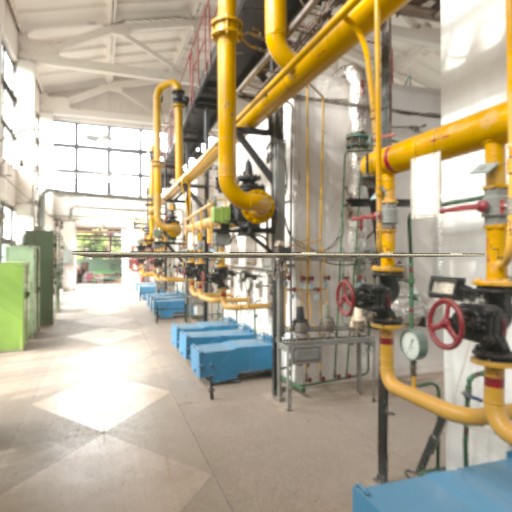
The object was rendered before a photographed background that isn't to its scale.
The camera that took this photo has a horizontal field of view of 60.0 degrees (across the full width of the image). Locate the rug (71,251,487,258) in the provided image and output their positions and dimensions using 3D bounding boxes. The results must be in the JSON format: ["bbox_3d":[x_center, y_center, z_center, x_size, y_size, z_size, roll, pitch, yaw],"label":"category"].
[{"bbox_3d":[0.000,0.000,4.210,3.049,0.021,2.466,0,-1,-18],"label":"rug"}]
